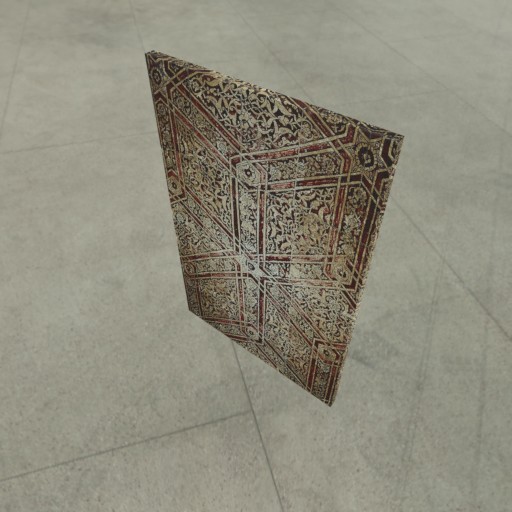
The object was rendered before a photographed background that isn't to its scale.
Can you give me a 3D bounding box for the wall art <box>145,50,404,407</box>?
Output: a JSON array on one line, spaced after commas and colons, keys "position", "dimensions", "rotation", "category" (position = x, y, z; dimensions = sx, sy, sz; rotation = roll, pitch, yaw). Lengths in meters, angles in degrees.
[{"position": [0.000, 0.000, 1.166], "dimensions": [0.599, 0.904, 0.030], "rotation": [29, 52, 26], "category": "wall art"}]
